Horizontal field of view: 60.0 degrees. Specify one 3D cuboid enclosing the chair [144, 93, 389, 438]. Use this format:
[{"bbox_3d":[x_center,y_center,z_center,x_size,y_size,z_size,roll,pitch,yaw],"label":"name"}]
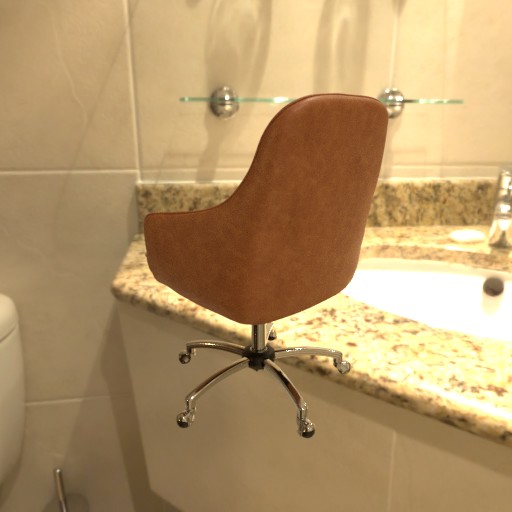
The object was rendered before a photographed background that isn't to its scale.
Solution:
[{"bbox_3d":[0.000,0.000,1.347,0.615,0.909,0.628,16,24,42],"label":"chair"}]
